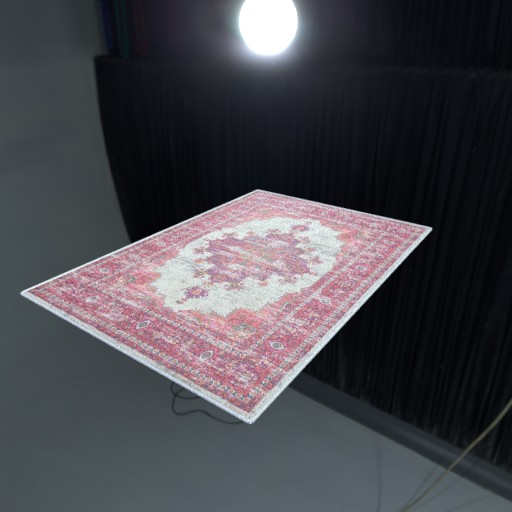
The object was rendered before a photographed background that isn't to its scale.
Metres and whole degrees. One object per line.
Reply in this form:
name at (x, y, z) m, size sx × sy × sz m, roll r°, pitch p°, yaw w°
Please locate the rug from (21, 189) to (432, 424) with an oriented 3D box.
rug at (0.000, 0.000, 2.199) m, size 1.217 × 0.011 × 1.747 m, roll 18°, pitch 31°, yaw 31°
